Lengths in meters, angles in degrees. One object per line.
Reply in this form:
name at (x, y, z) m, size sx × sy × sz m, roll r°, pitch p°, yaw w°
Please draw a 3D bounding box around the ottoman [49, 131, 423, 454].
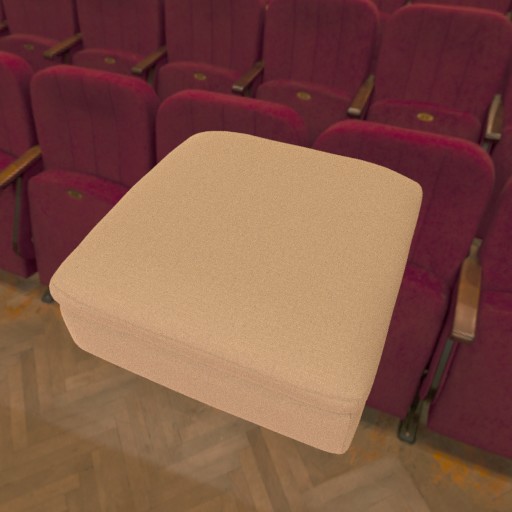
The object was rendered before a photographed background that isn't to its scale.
ottoman at (0.000, 0.000, 1.559) m, size 0.977 × 0.467 × 0.996 m, roll 17°, pitch 48°, yaw 16°
